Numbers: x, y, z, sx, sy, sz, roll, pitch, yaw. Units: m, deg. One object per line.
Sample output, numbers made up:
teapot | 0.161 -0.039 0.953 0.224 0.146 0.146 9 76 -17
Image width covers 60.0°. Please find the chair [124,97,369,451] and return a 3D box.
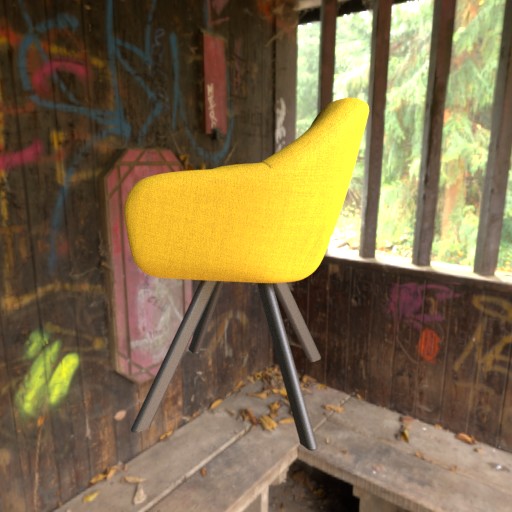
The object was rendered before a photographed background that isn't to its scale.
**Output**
chair | 0.000 0.000 1.193 0.550 0.795 0.590 2 13 9
